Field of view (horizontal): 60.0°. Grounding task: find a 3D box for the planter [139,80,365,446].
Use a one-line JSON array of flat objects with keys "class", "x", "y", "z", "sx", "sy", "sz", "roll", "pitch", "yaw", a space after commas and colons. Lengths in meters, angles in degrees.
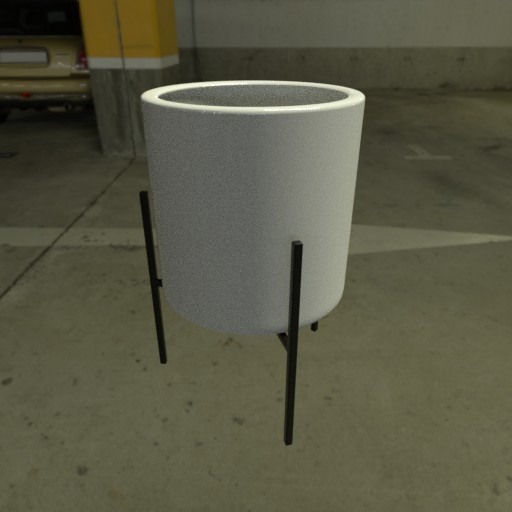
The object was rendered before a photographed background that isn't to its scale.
[{"class": "planter", "x": 0.000, "y": 0.000, "z": 0.510, "sx": 0.239, "sy": 0.356, "sz": 0.239, "roll": -8, "pitch": 28, "yaw": -15}]
